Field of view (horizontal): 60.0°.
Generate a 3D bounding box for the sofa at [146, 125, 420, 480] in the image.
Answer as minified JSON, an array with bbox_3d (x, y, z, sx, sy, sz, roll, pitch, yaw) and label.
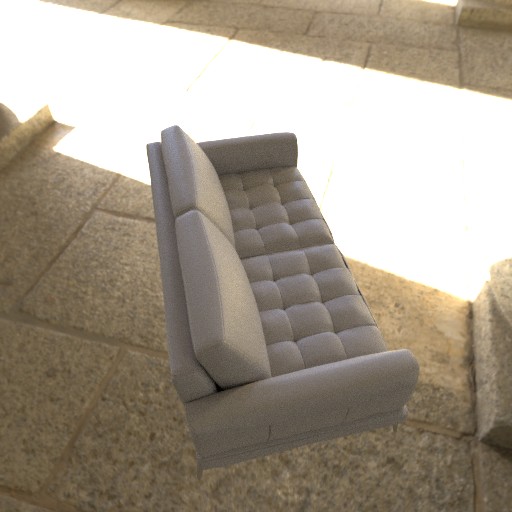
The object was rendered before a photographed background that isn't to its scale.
[{"bbox_3d":[0.000,0.000,2.713,1.121,0.930,2.177,-10,48,-9],"label":"sofa"}]
